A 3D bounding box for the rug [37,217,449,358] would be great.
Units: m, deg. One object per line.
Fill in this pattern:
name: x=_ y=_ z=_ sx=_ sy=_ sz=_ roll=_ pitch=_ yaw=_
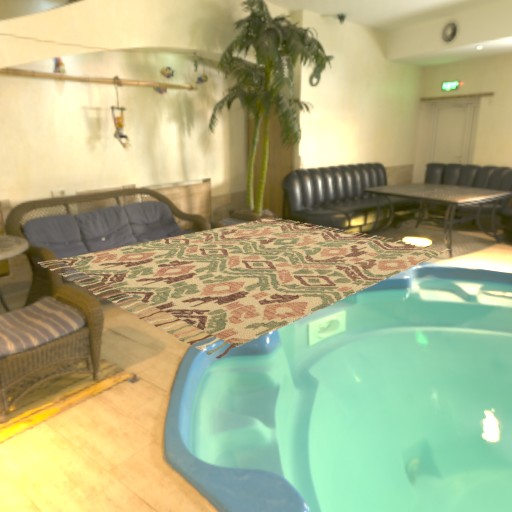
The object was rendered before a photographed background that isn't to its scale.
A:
rug: x=0.000 y=0.000 z=4.112 sx=2.438 sy=0.010 sz=3.048 roll=15 pitch=22 yaw=43
